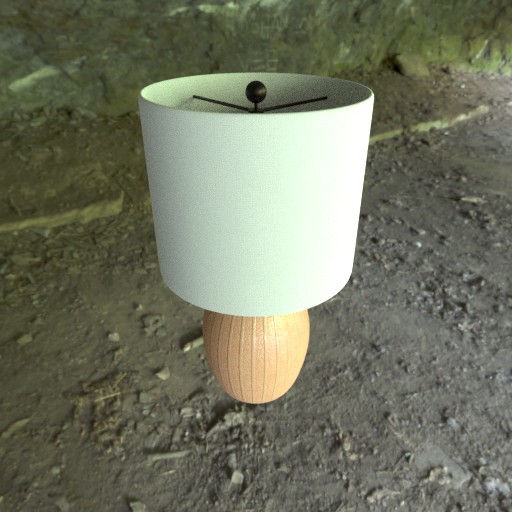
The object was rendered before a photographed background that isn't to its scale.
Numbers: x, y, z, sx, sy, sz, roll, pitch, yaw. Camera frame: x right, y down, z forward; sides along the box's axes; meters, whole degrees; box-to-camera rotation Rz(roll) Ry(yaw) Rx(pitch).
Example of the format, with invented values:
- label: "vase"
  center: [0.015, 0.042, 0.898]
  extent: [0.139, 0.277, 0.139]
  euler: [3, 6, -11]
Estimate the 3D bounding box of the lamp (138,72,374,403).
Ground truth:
- label: "lamp"
  center: [0.000, 0.000, 0.767]
  extent: [0.329, 0.570, 0.329]
  euler: [0, 30, 0]
